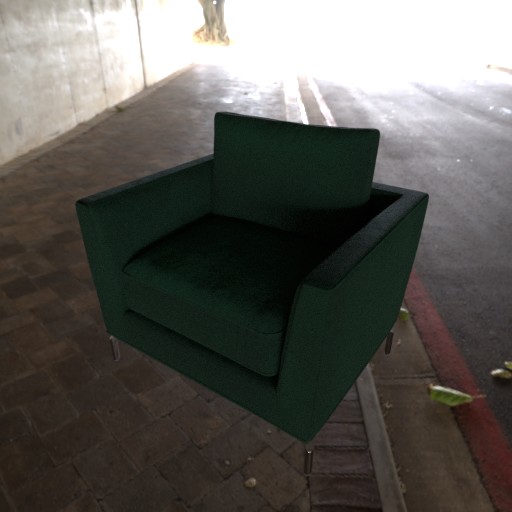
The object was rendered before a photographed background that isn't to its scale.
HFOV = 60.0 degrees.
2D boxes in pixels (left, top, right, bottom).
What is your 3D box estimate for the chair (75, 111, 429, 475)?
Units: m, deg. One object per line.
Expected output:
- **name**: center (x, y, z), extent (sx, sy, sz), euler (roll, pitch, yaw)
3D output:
- **chair**: center (0.000, 0.000, 1.767), extent (1.047, 0.997, 0.852), euler (18, 33, 31)
